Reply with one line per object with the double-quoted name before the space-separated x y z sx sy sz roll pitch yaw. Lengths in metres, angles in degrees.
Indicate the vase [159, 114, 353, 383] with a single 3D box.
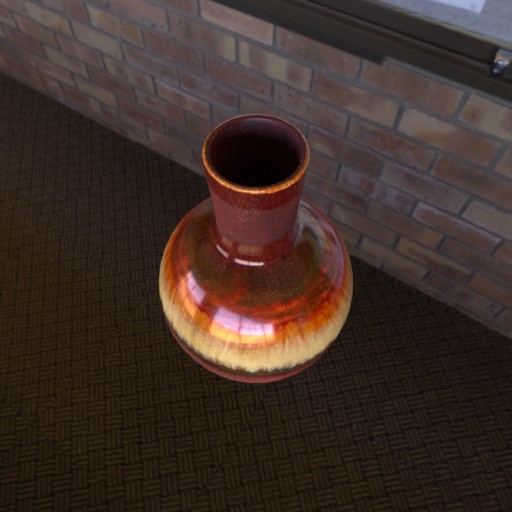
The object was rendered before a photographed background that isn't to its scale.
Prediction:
"vase" 0.000 0.000 0.234 0.111 0.154 0.111 0 58 0
